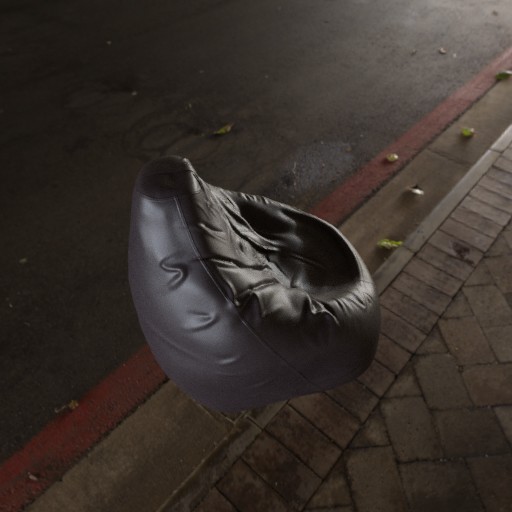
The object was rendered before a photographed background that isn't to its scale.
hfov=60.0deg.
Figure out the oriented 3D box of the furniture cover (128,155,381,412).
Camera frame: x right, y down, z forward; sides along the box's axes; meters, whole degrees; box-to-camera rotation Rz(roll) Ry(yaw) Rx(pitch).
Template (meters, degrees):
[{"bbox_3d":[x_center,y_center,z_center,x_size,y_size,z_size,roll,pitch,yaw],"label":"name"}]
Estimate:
[{"bbox_3d":[0.000,0.000,1.886,1.070,0.990,1.070,-12,47,-11],"label":"furniture cover"}]
